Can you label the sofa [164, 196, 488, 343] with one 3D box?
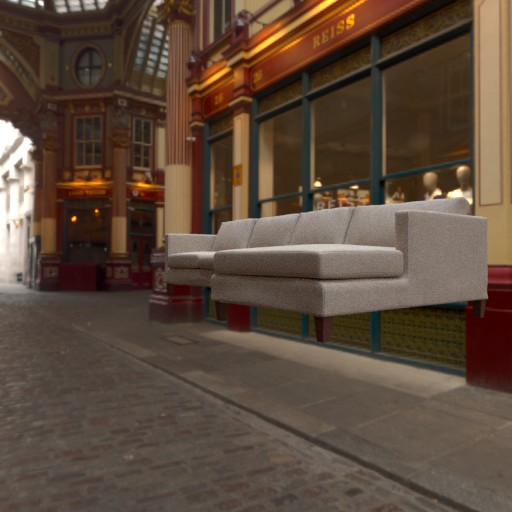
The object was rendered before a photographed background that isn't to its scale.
[{"bbox_3d":[0.000,0.000,3.822,1.625,0.846,3.186,0,0,-37],"label":"sofa"}]
